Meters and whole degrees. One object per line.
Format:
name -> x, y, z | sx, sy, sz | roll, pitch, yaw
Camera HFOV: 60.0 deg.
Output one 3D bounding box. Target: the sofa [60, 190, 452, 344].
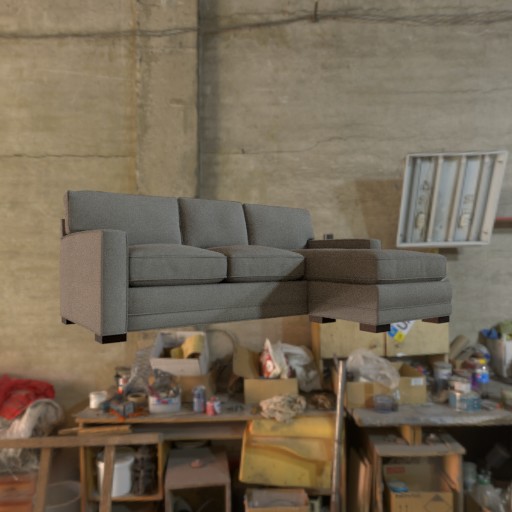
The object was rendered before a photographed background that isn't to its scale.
sofa -> 0.000, 0.000, 2.878 | 2.087, 0.861, 1.496 | 0, 0, -35
